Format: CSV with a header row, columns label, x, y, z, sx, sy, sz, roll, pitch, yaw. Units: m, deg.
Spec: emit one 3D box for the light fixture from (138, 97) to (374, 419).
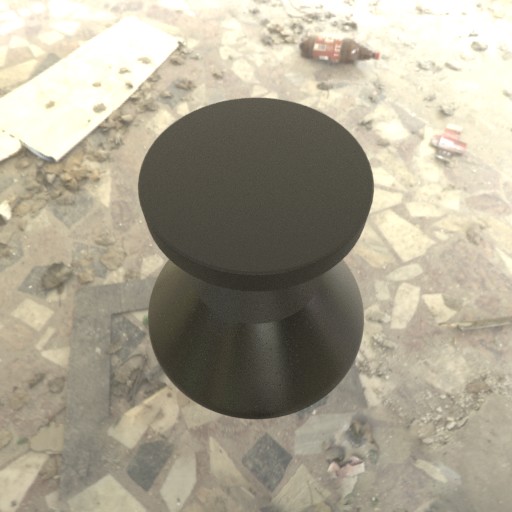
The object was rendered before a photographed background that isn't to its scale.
label,x,y,z,sx,sy,sz,roll,pitch,yaw
light fixture,0.000,0.000,0.339,0.200,0.183,0.200,0,57,0
